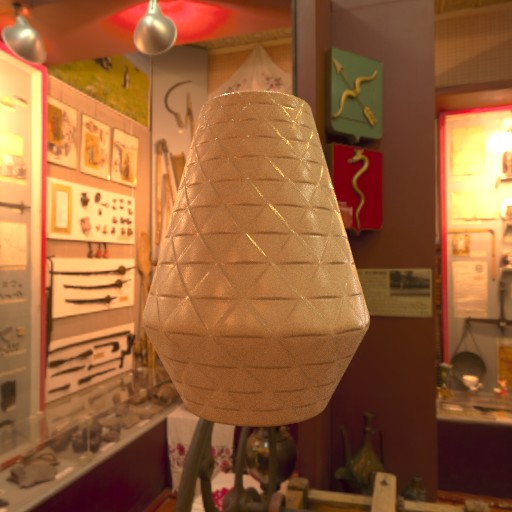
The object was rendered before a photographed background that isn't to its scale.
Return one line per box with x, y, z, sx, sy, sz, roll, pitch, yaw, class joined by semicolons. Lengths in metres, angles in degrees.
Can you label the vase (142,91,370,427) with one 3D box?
0.000;0.000;0.352;0.175;0.230;0.175;0;-1;0;vase
